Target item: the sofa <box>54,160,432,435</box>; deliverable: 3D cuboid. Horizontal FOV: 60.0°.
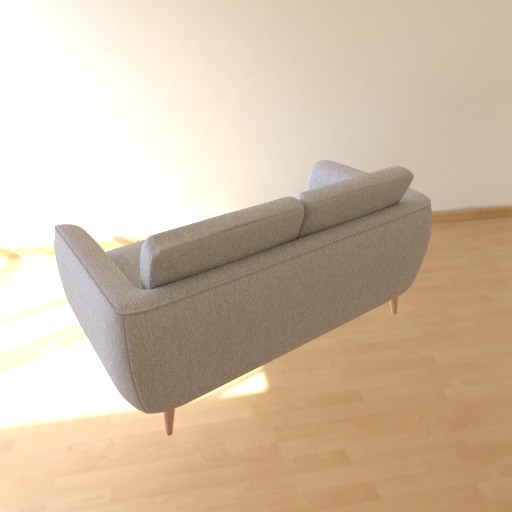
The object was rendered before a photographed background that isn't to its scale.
[{"bbox_3d":[0.000,0.000,2.210,1.700,0.850,0.920,-19,35,-30],"label":"sofa"}]
